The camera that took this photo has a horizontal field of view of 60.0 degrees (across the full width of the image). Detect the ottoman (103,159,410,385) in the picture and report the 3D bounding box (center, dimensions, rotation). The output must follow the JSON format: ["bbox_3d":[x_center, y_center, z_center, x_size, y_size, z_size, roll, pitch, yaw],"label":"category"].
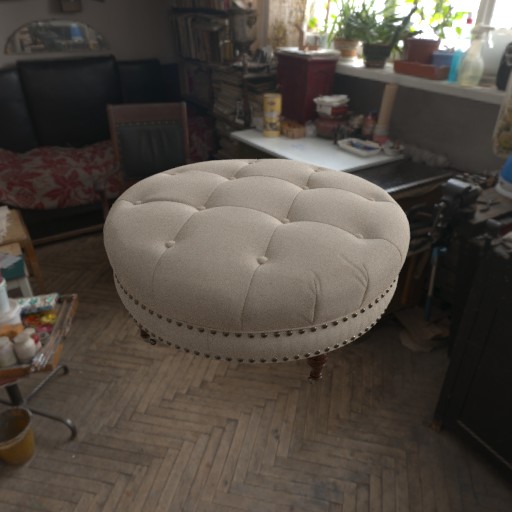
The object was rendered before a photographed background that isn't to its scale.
[{"bbox_3d":[0.000,0.000,1.487,0.940,0.483,0.940,0,31,0],"label":"ottoman"}]
